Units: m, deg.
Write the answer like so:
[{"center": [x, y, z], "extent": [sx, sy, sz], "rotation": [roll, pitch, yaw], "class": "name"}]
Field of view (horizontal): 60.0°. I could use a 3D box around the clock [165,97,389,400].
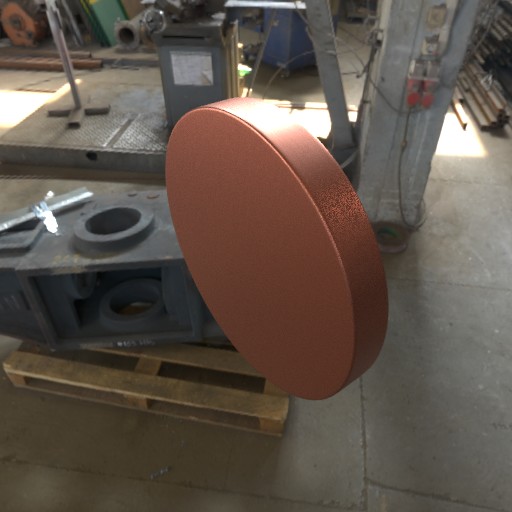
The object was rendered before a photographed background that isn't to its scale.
[{"center": [0.000, 0.000, 0.465], "extent": [0.040, 0.313, 0.313], "rotation": [-26, 47, -27], "class": "clock"}]
